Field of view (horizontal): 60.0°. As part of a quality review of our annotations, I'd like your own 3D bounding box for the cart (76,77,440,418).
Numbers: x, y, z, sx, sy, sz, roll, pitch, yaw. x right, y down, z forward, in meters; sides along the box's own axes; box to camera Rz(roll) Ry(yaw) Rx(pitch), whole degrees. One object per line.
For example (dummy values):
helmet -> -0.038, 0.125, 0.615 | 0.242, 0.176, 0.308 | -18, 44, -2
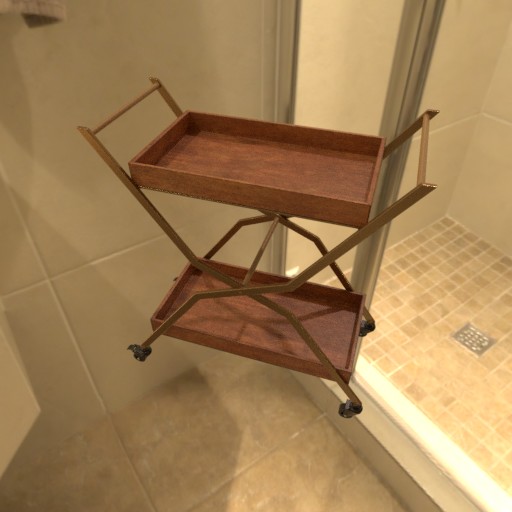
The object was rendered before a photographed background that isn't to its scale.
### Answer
cart -> 0.000, 0.000, 1.345 | 0.836, 0.869, 0.405 | 12, 42, 14
